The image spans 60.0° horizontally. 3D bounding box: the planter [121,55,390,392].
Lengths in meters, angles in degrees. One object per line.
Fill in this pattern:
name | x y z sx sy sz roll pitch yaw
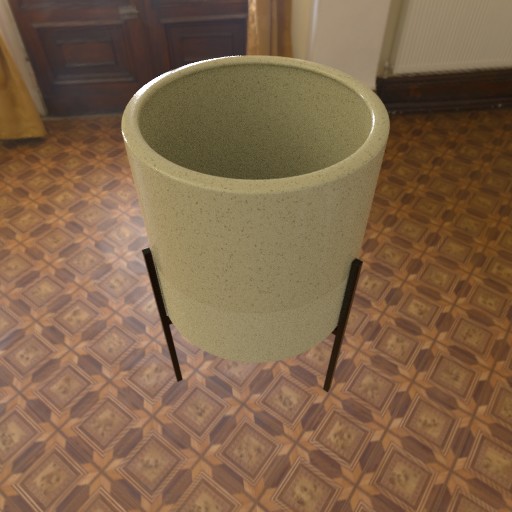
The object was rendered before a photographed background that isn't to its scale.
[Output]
planter | 0.000 0.000 0.537 0.234 0.390 0.243 3 47 3
